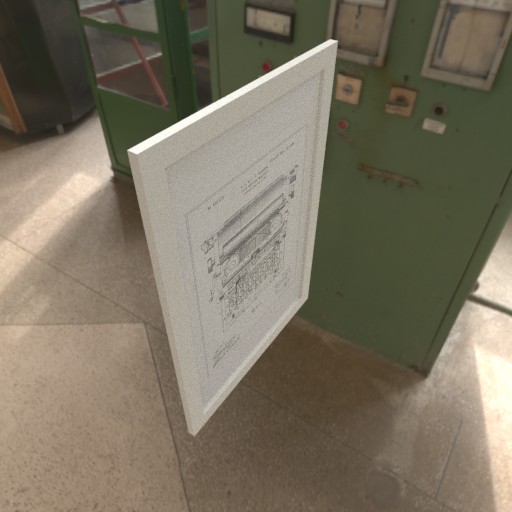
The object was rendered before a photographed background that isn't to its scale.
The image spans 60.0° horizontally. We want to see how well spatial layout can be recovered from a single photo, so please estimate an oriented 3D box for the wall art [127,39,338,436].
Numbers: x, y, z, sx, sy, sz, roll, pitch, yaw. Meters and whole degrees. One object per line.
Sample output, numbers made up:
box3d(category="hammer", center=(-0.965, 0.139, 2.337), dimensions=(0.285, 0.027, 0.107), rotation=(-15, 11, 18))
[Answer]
box3d(category="wall art", center=(0.000, 0.000, 0.685), dimensions=(0.013, 0.533, 0.381), rotation=(25, 48, 25))
